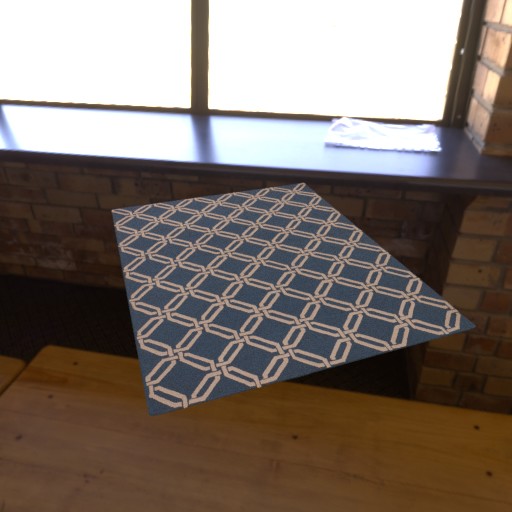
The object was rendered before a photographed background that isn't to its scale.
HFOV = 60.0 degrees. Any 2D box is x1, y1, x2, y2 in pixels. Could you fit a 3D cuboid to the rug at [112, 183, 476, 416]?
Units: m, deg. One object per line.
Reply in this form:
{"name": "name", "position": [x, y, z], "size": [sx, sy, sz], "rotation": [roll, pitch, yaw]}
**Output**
{"name": "rug", "position": [0.000, 0.000, 3.927], "size": [2.277, 0.020, 2.867], "rotation": [-10, 33, -17]}
